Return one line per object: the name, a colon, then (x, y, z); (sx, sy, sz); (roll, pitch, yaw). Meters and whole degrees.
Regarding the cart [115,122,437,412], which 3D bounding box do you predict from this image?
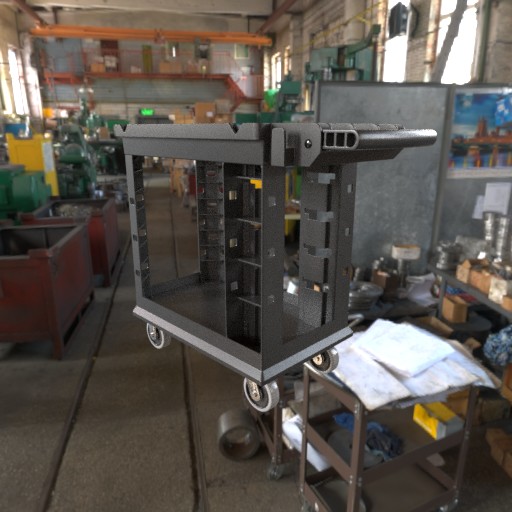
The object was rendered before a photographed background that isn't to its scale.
cart: (0.000, 0.000, 1.550); (0.497, 0.884, 1.061); (-15, 22, -43)
